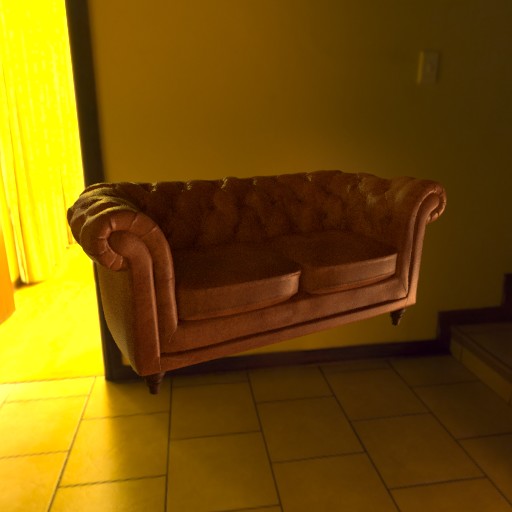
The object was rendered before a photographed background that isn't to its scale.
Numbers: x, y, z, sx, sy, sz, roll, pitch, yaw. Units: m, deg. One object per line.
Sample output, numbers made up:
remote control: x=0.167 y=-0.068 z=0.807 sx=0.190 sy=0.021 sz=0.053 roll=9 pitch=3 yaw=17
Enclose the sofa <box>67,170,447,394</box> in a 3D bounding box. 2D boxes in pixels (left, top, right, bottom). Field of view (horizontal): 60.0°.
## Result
sofa: x=0.000 y=0.000 z=2.575 sx=1.979 sy=0.877 sz=1.042 roll=-9 pitch=18 yaw=-28
